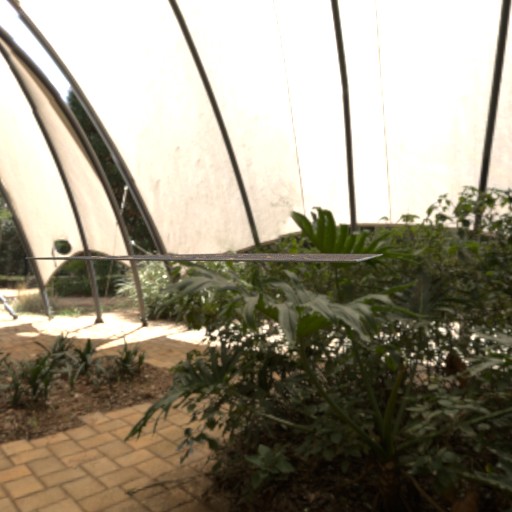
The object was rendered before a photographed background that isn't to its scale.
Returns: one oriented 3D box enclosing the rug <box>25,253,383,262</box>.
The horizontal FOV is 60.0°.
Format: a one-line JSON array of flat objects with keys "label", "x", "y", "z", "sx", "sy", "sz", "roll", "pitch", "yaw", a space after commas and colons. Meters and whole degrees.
[{"label": "rug", "x": 0.000, "y": 0.000, "z": 2.894, "sx": 1.522, "sy": 0.008, "sz": 2.284, "roll": 0, "pitch": 1, "yaw": 18}]
